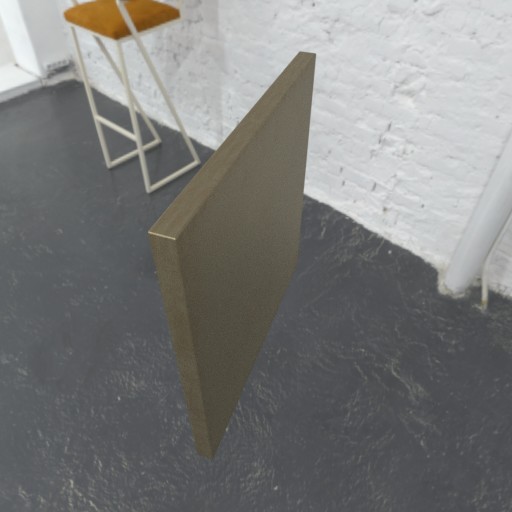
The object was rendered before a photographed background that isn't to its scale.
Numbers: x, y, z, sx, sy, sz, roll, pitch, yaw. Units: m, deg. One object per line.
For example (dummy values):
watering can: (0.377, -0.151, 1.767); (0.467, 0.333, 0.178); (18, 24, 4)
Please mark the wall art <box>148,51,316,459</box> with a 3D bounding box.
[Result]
wall art: (0.000, 0.000, 0.757); (0.030, 0.506, 0.503); (15, 46, 15)
